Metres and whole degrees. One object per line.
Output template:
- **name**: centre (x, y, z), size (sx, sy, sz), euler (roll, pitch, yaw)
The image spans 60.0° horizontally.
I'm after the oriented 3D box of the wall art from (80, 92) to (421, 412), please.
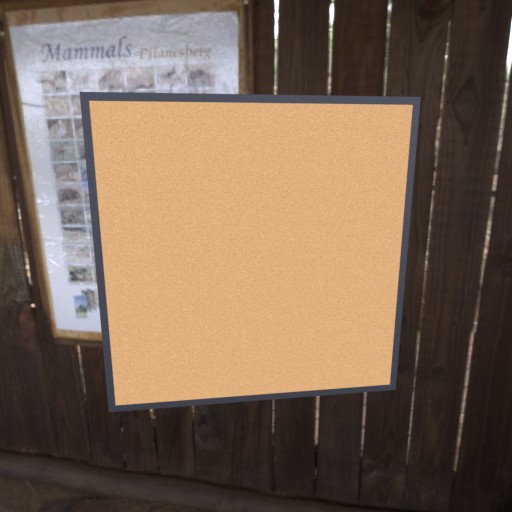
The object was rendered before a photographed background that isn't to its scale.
- **wall art**: centre (0.000, 0.000, 0.447), size (0.304, 0.304, 0.038), euler (-2, 14, -8)
